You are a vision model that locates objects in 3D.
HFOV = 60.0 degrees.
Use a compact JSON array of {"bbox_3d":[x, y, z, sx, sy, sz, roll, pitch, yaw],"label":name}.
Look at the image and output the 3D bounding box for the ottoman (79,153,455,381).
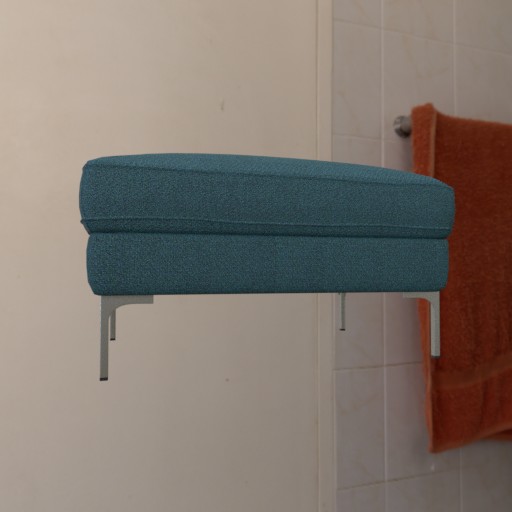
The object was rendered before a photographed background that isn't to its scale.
[{"bbox_3d":[0.000,0.000,1.202,0.856,0.498,0.563,0,-2,-16],"label":"ottoman"}]
